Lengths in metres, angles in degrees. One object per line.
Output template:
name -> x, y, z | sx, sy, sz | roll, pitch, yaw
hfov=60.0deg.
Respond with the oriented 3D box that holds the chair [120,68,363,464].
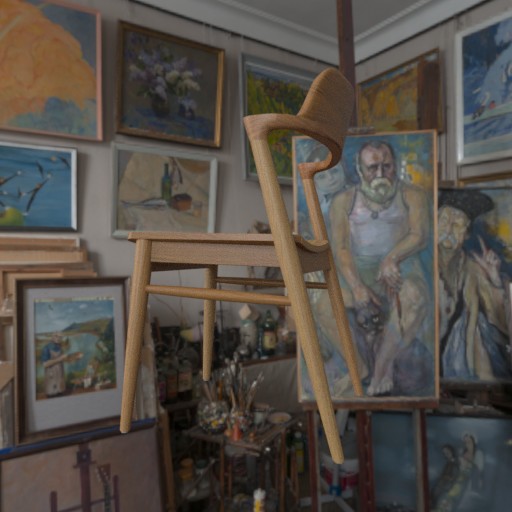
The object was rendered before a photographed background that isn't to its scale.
chair -> 0.000, 0.000, 1.130 | 0.499, 0.792, 0.512 | 0, 0, 18
